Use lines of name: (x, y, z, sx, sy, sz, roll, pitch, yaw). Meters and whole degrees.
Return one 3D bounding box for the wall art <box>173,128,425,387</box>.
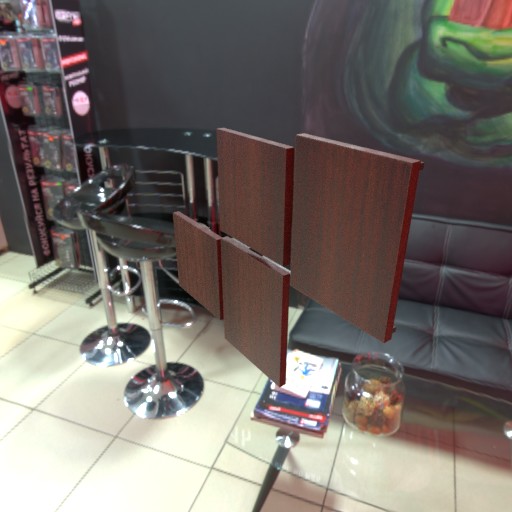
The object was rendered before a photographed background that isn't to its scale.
wall art: (0.000, 0.000, 0.849, 0.030, 0.497, 0.635, -18, 32, -32)
